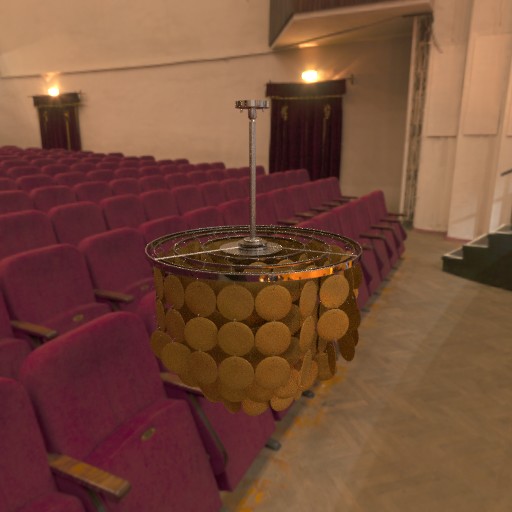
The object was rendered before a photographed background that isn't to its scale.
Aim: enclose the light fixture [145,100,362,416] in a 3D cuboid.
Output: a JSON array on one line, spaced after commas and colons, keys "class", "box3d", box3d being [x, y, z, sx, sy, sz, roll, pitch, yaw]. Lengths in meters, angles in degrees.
[{"class": "light fixture", "box3d": [0.000, 0.000, 0.745, 0.368, 0.492, 0.368, 0, 14, 0]}]
